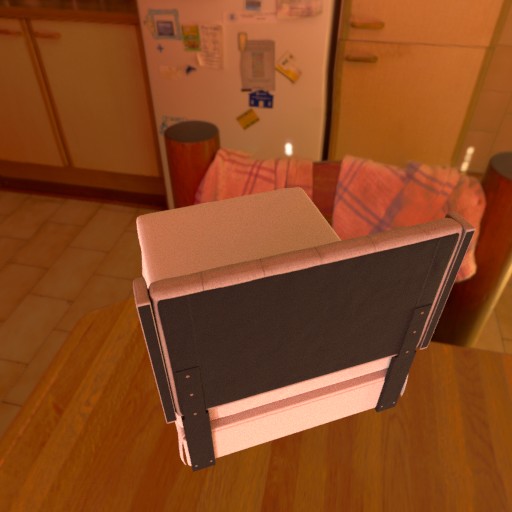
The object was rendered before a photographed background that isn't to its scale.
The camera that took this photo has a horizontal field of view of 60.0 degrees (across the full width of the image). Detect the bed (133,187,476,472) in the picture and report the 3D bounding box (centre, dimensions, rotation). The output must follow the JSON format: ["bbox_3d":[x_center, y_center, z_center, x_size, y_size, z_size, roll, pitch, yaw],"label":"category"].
[{"bbox_3d":[0.000,0.000,3.310,1.719,1.665,2.066,-12,43,-14],"label":"bed"}]
